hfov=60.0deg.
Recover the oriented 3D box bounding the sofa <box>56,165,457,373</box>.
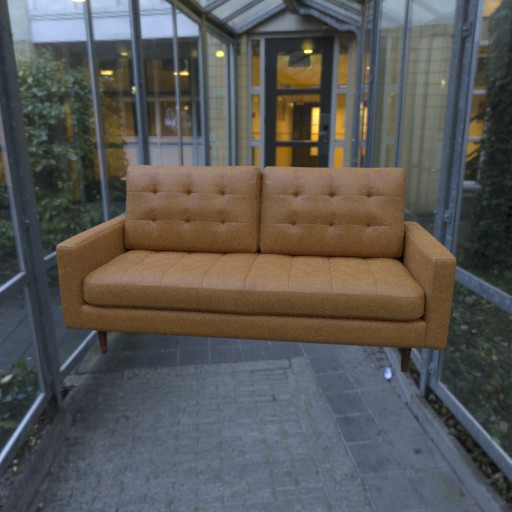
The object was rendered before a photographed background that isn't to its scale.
[{"bbox_3d":[0.000,0.000,2.356,1.821,0.898,0.850,2,16,7],"label":"sofa"}]
